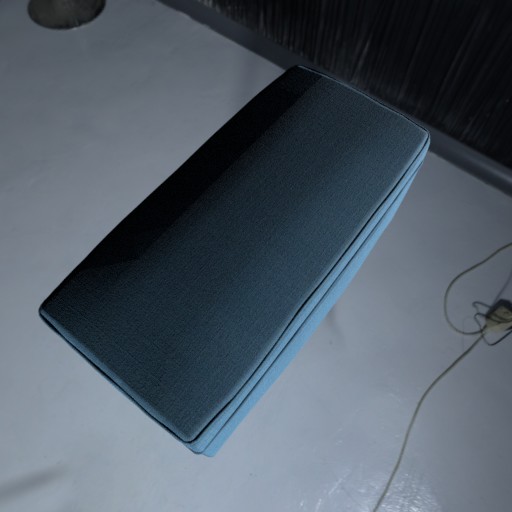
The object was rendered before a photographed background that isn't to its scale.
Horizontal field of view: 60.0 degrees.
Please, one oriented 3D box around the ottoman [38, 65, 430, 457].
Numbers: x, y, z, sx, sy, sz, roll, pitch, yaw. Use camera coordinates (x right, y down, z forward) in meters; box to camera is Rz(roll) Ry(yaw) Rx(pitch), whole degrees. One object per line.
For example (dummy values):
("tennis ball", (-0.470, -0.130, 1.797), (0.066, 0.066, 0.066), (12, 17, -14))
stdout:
("ottoman", (0.000, 0.000, 1.200), (0.474, 0.474, 0.943), (35, 69, 16))
